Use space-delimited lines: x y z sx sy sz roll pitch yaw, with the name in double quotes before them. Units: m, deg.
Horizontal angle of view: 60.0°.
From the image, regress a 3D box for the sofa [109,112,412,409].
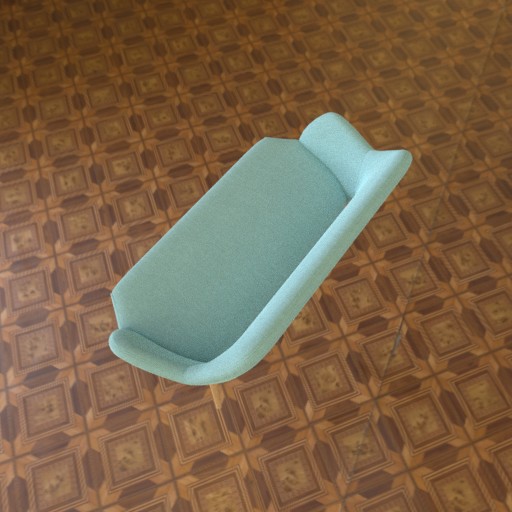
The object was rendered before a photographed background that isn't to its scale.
"sofa" 0.000 0.000 1.632 0.610 0.840 1.150 35 68 16
